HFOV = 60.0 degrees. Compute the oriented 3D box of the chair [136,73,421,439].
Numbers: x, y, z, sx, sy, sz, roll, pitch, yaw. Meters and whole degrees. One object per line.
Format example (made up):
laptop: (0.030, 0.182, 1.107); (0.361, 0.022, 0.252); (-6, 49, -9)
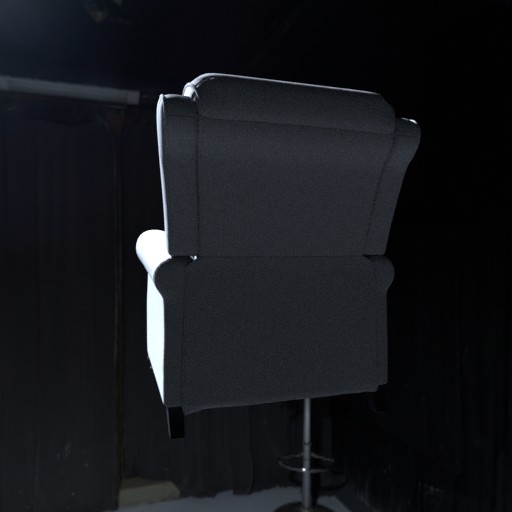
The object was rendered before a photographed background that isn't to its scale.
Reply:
chair: (0.000, 0.000, 1.695); (0.859, 1.046, 0.919); (0, 1, -18)
